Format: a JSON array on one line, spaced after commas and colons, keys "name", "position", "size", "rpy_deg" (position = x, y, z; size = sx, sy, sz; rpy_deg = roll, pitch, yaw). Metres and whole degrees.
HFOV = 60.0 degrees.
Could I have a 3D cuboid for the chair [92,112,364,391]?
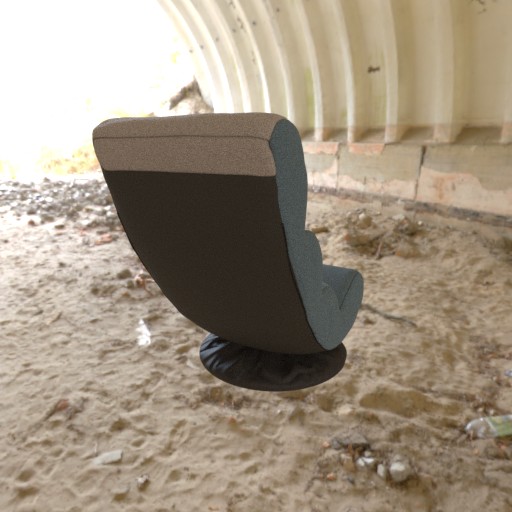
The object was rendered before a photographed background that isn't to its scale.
[{"name": "chair", "position": [0.000, 0.000, 1.095], "size": [0.420, 0.641, 0.661], "rpy_deg": [7, 16, 26]}]
